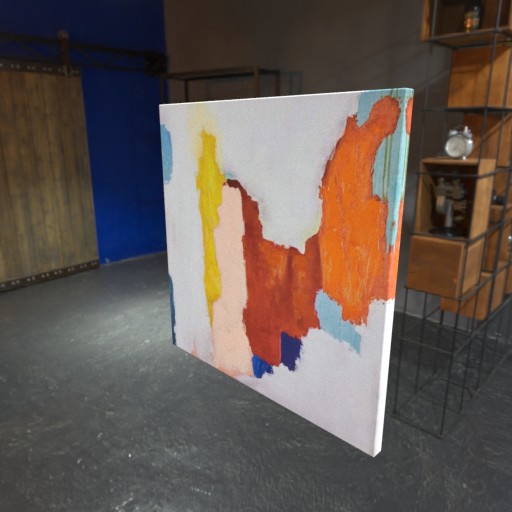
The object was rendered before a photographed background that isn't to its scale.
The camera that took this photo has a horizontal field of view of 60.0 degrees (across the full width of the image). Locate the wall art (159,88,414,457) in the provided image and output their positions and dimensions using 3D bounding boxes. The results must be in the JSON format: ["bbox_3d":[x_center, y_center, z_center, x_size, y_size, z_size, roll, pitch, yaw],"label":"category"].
[{"bbox_3d":[0.000,0.000,1.519,1.017,1.017,0.044,15,22,43],"label":"wall art"}]
